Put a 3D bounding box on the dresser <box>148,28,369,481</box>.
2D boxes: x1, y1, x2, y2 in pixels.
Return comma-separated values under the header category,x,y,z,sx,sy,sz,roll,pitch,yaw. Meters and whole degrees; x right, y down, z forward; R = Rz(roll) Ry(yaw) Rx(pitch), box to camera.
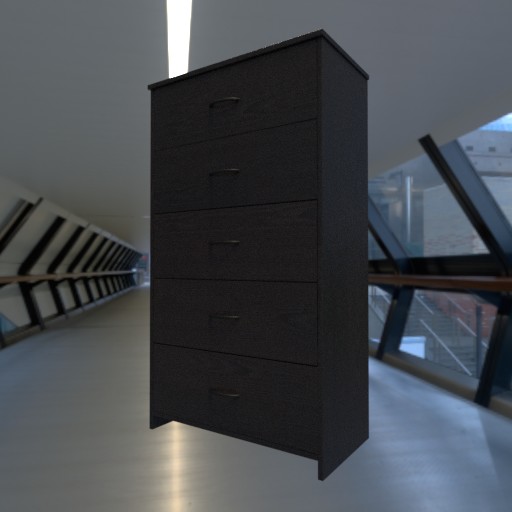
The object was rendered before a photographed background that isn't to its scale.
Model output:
category,x,y,z,sx,sy,sz,roll,pitch,yaw
dresser,0.000,0.000,1.576,0.704,1.254,0.418,-1,-1,34
